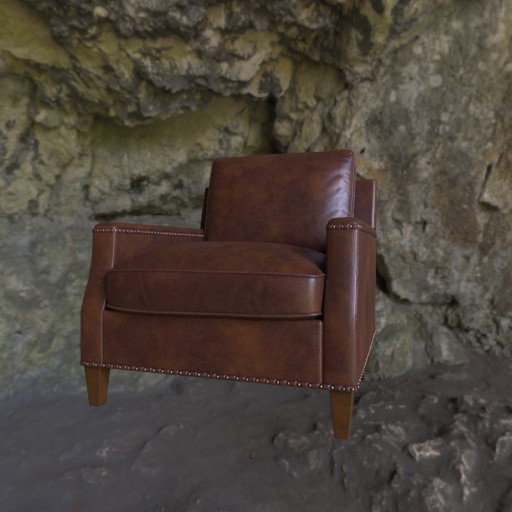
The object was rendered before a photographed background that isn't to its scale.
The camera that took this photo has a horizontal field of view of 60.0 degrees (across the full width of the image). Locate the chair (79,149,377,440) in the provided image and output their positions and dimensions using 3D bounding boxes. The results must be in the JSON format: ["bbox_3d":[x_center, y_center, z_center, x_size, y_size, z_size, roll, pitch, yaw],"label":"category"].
[{"bbox_3d":[0.000,0.000,1.692,0.853,0.929,1.014,0,1,18],"label":"chair"}]
